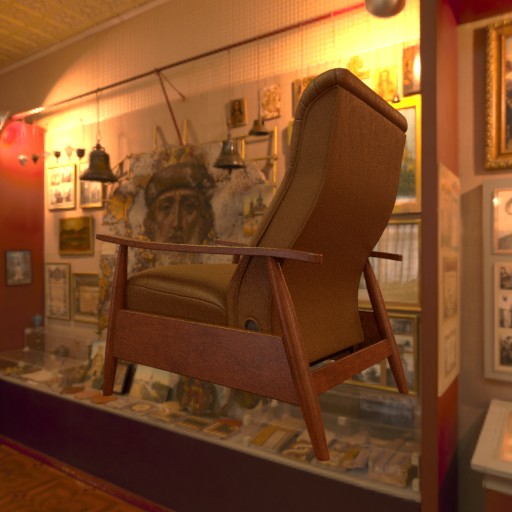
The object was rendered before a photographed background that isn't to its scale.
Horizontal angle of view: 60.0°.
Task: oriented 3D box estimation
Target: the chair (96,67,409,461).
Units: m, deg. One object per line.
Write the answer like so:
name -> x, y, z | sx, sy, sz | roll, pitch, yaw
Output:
chair -> 0.000, 0.000, 1.747 | 1.014, 1.082, 0.762 | 0, 0, 36
